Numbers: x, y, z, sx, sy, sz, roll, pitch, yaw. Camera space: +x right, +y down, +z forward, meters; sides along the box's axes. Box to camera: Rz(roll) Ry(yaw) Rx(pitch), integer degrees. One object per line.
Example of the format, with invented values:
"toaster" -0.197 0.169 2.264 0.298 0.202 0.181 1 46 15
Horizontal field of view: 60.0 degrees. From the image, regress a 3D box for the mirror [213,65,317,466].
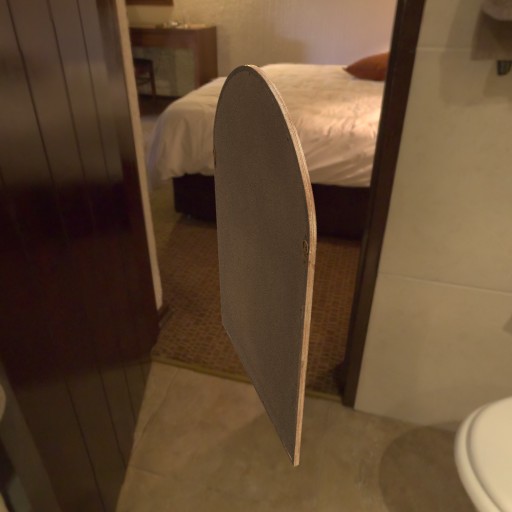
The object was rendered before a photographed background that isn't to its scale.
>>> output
"mirror" 0.000 0.000 1.150 0.032 0.915 0.609 -11 33 -18
